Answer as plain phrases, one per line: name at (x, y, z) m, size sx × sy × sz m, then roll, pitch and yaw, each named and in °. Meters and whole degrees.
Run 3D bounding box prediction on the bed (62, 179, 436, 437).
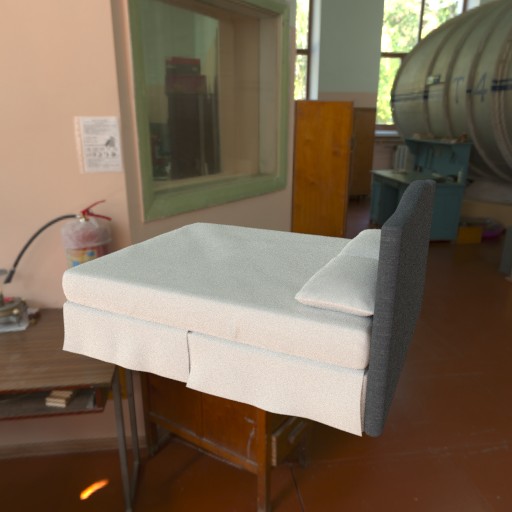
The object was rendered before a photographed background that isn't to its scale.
bed at (0.000, 0.000, 3.927) m, size 2.689 × 1.457 × 2.161 m, roll 8°, pitch 19°, yaw 25°
